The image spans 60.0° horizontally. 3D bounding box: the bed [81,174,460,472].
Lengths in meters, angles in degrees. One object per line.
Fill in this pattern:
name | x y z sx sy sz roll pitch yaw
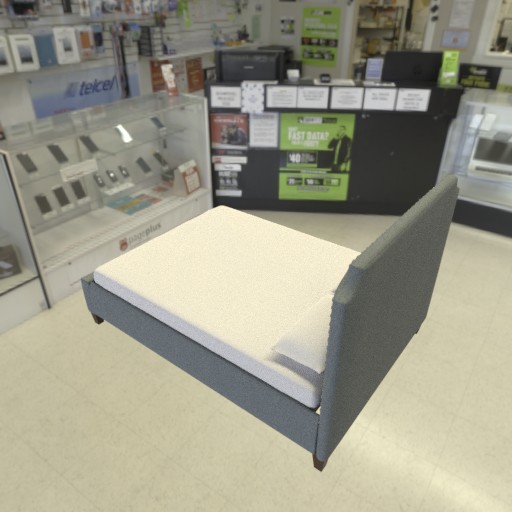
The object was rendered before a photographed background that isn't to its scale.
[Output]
bed | 0.000 0.000 3.449 2.372 1.443 1.712 22 38 31
